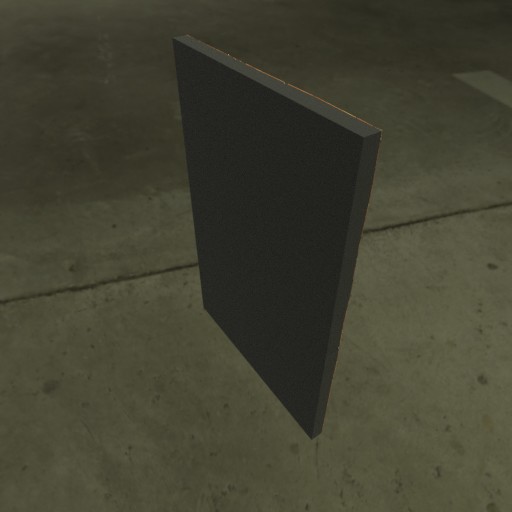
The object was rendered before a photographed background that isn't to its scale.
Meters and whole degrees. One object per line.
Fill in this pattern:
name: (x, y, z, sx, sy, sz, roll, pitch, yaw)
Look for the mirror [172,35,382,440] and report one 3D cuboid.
mirror: (0.000, 0.000, 1.135, 0.044, 0.912, 0.606, -25, 47, -25)
